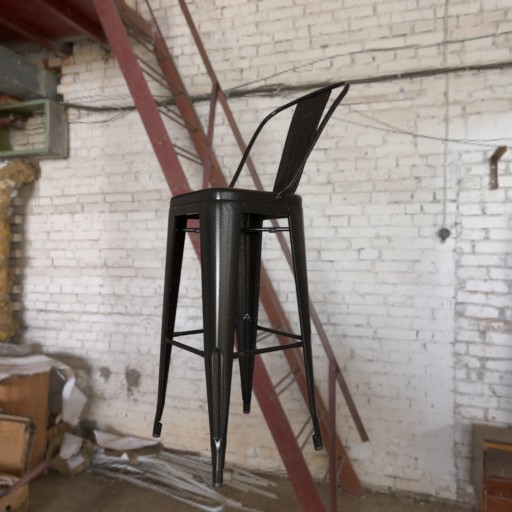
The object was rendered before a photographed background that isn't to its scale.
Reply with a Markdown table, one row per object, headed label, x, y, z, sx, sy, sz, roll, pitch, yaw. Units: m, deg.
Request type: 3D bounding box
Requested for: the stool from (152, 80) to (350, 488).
| label | x | y | z | sx | sy | sz | roll | pitch | yaw |
| --- | --- | --- | --- | --- | --- | --- | --- | --- | --- |
| stool | 0.000 | 0.000 | 1.335 | 0.513 | 1.096 | 0.399 | -1 | 1 | -36 |
